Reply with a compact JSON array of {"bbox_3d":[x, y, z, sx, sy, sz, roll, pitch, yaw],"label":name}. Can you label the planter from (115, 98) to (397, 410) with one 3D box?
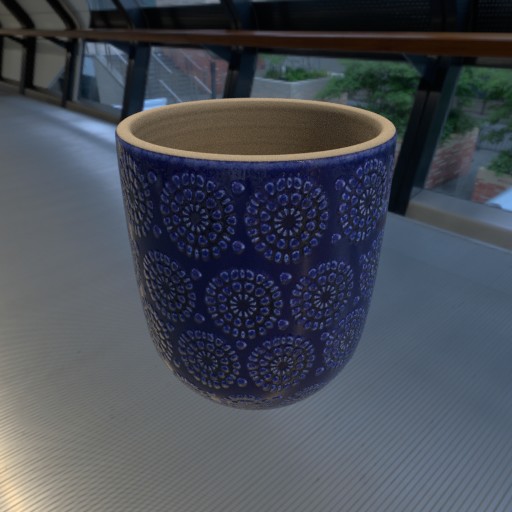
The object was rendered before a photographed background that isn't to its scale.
[{"bbox_3d":[0.000,0.000,0.344,0.184,0.206,0.184,0,29,0],"label":"planter"}]
